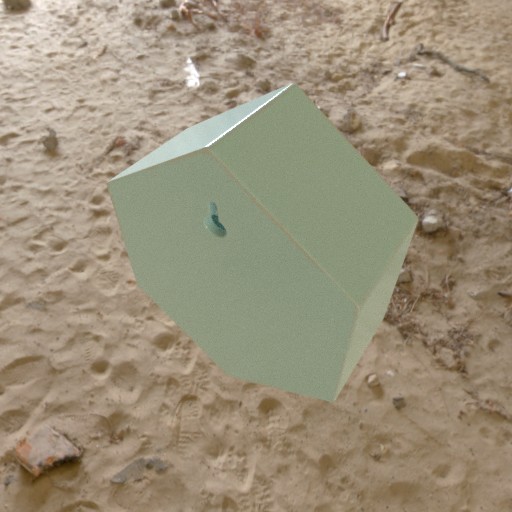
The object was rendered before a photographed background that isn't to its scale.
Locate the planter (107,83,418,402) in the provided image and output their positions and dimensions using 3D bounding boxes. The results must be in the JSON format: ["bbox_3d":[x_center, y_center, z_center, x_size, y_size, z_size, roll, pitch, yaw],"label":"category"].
[{"bbox_3d":[0.000,0.000,0.294,0.169,0.207,0.078,26,52,23],"label":"planter"}]
